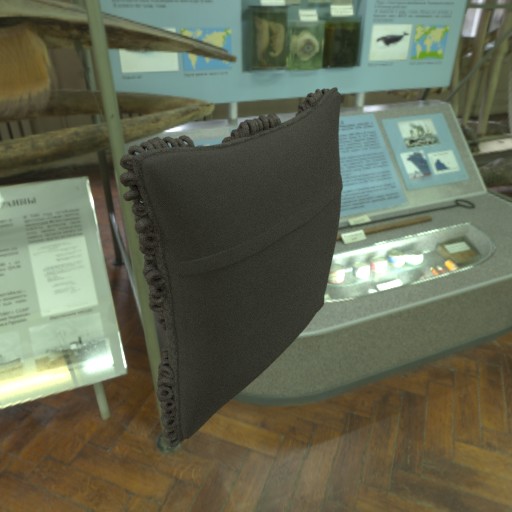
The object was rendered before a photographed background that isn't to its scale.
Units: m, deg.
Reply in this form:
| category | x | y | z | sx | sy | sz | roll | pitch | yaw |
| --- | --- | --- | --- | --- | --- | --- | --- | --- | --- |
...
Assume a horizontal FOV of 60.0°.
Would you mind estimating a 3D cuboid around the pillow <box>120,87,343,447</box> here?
| category | x | y | z | sx | sy | sz | roll | pitch | yaw |
| --- | --- | --- | --- | --- | --- | --- | --- | --- | --- |
| pillow | 0.000 | 0.000 | 0.725 | 0.172 | 0.467 | 0.470 | 20 | 36 | 31 |
